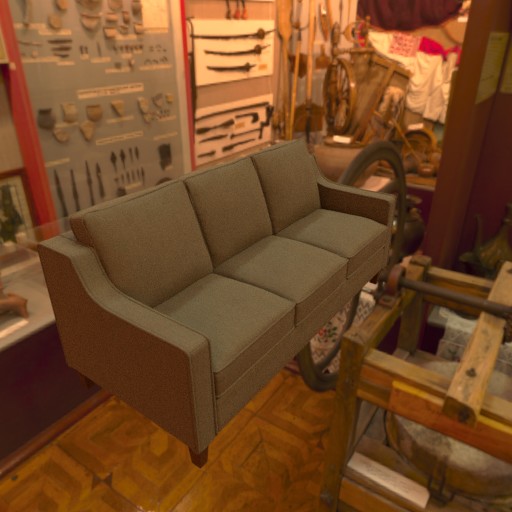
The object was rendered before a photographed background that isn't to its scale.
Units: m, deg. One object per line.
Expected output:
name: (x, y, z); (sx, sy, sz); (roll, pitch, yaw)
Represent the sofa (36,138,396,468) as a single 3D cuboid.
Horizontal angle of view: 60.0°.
sofa: (0.000, 0.000, 2.533); (0.911, 0.974, 1.986); (19, 33, 32)
